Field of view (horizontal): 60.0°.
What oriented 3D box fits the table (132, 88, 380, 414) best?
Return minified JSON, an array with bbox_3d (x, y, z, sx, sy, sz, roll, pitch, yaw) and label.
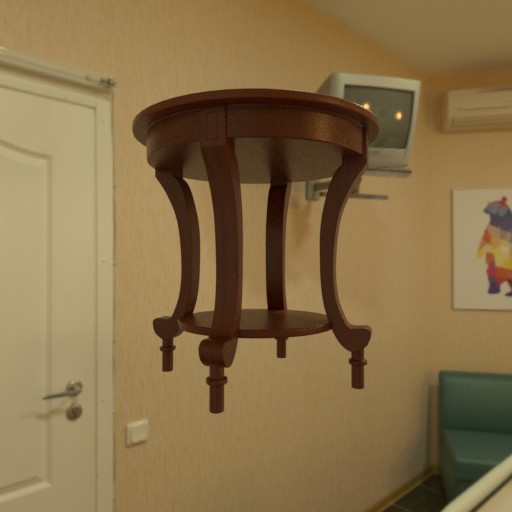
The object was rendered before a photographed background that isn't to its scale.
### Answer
[{"bbox_3d":[0.000,0.000,1.107,0.597,0.612,0.597,0,0,0],"label":"table"}]
